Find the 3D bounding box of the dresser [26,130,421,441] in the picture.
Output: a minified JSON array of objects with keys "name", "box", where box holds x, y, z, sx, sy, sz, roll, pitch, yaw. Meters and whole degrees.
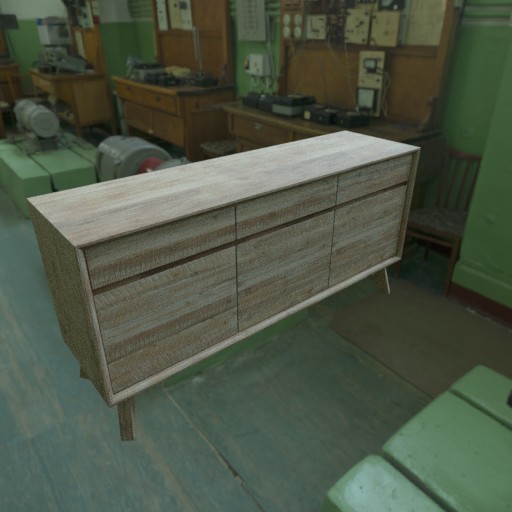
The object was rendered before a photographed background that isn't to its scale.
[{"name":"dresser","box":[0.000,0.000,1.951,1.602,0.788,0.455,-21,35,-34]}]
